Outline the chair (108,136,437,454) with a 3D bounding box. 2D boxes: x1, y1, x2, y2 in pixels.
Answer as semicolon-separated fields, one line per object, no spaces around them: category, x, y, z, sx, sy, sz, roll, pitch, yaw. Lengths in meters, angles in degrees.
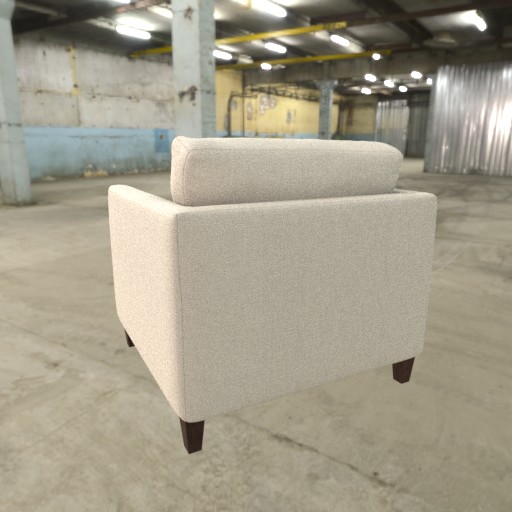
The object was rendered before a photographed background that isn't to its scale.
chair;0.000;0.000;1.790;0.996;0.919;0.959;-7;16;-27
